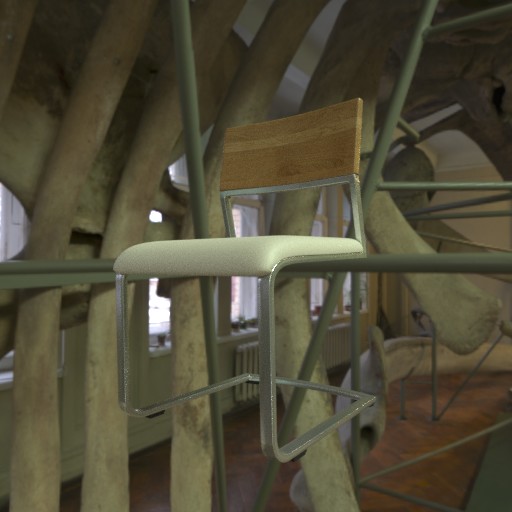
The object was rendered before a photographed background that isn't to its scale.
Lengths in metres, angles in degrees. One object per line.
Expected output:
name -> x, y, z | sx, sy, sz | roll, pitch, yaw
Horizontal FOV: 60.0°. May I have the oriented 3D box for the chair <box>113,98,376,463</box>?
chair -> 0.000, 0.000, 1.182 | 0.467, 0.844, 0.585 | -1, -1, 36
